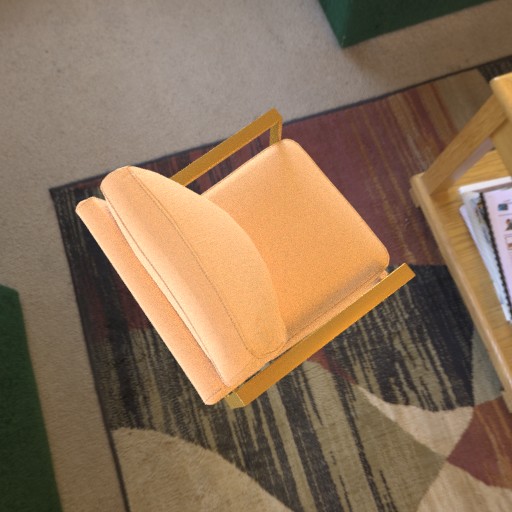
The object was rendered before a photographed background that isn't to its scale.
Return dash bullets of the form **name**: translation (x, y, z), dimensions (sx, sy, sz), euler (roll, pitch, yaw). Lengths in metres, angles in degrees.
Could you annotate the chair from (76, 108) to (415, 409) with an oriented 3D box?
- **chair**: translation (0.000, 0.000, 1.551), dimensions (0.813, 0.956, 0.758), euler (-35, 78, -9)
